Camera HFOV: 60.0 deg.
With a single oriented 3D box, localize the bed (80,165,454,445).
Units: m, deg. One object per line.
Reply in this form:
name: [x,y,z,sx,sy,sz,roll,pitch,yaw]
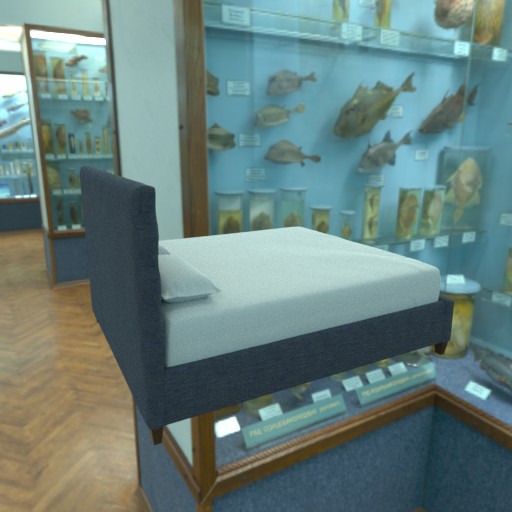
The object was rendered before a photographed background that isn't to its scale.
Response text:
bed: [0.000,0.000,3.655,2.387,1.427,2.078,-8,16,-27]
